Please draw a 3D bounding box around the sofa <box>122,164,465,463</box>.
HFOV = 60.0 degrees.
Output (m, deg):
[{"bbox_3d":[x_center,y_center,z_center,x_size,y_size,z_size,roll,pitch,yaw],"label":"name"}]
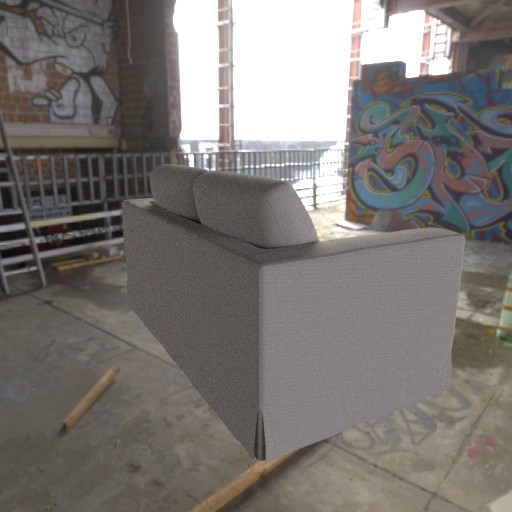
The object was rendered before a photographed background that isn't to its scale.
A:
[{"bbox_3d":[0.000,0.000,2.382,1.009,0.932,1.813,-8,17,-28],"label":"sofa"}]
